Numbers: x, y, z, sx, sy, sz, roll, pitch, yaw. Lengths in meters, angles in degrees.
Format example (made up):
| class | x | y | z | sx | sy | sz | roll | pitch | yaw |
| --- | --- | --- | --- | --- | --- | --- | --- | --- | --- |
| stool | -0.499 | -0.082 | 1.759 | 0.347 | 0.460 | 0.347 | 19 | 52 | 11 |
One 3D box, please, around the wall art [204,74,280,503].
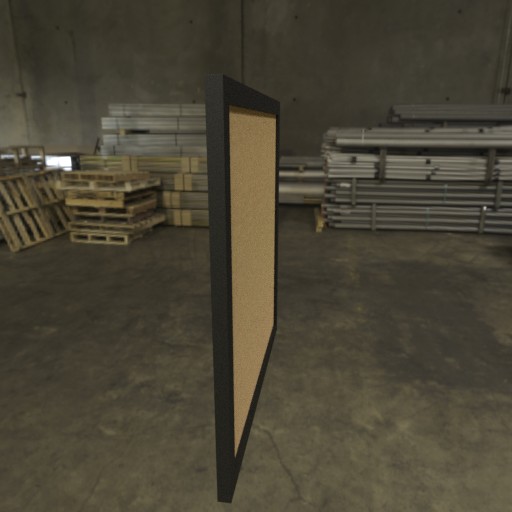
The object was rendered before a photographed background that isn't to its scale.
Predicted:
| class | x | y | z | sx | sy | sz | roll | pitch | yaw |
| --- | --- | --- | --- | --- | --- | --- | --- | --- | --- |
| wall art | 0.000 | 0.000 | 0.514 | 0.013 | 0.356 | 0.356 | 3 | 16 | 9 |
